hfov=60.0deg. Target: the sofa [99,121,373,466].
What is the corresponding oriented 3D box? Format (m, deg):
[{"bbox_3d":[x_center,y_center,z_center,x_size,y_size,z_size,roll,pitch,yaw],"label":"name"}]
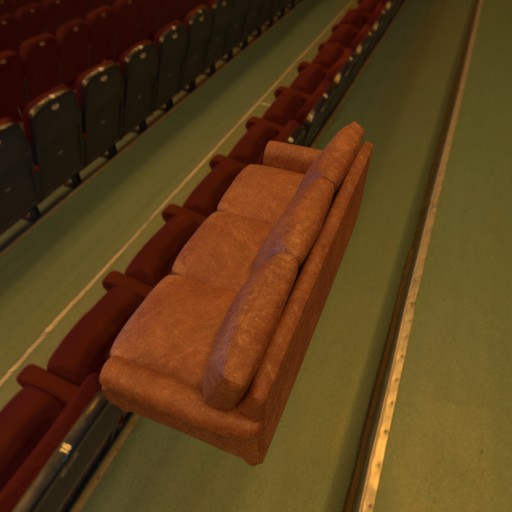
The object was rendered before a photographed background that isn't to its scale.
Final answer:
[{"bbox_3d":[0.000,0.000,2.874,0.973,0.977,2.351,16,48,16],"label":"sofa"}]
